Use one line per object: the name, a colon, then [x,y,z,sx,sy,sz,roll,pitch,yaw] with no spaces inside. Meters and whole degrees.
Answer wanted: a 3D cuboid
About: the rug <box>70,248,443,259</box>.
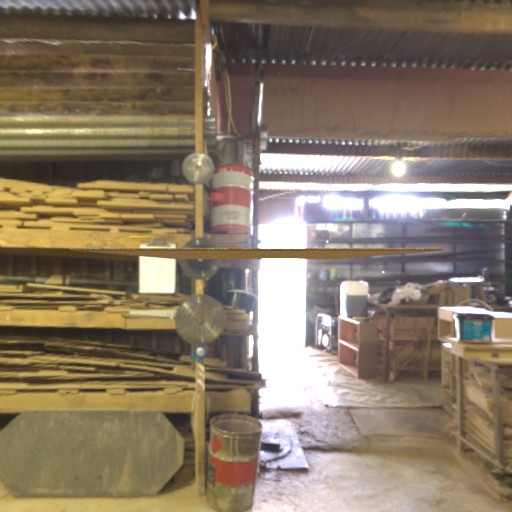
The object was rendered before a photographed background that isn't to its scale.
rug: [0.000,0.000,2.991,1.511,0.010,2.424,0,-1,0]
